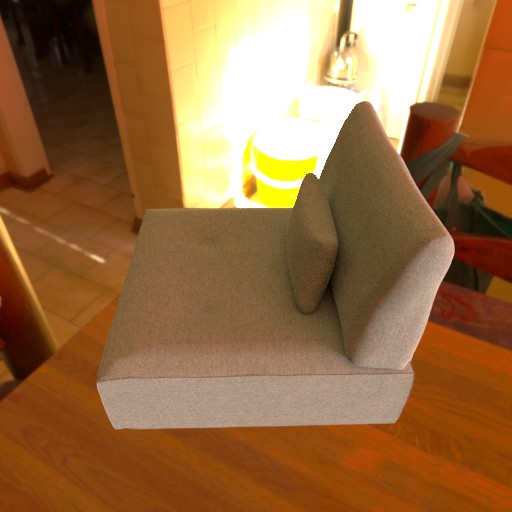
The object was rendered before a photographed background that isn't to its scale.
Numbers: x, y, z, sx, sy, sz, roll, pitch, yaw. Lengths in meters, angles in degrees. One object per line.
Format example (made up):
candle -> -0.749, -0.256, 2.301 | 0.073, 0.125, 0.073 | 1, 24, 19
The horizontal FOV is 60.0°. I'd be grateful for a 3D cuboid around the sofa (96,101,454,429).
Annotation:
sofa -> 0.000, 0.000, 1.638 | 1.000, 0.820, 0.930 | -1, 40, -1
